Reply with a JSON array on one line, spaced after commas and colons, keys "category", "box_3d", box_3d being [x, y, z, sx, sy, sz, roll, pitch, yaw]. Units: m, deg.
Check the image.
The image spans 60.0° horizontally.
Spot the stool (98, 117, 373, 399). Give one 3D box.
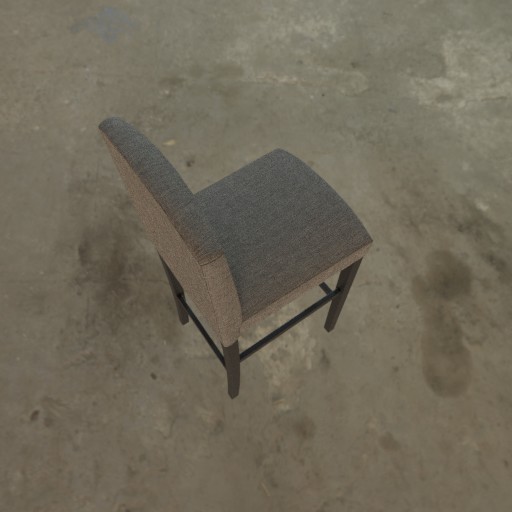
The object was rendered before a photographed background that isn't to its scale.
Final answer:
[{"category": "stool", "box_3d": [0.000, 0.000, 1.414, 0.552, 1.138, 0.451, -31, 64, -17]}]
